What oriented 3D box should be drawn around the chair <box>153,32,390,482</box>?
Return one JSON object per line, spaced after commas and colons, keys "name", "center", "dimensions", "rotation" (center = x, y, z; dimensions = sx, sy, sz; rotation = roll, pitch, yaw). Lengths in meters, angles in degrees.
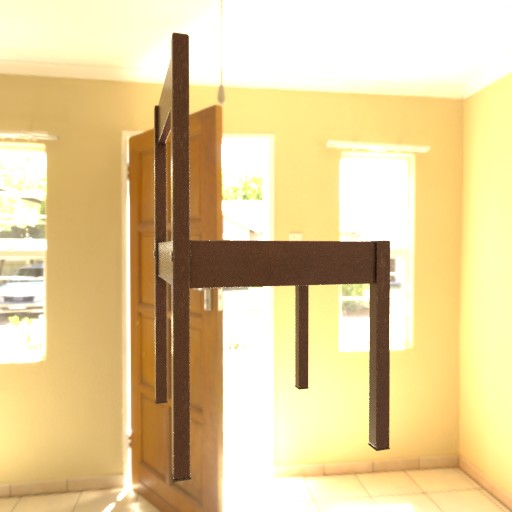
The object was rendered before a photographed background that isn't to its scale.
{"name": "chair", "center": [0.000, 0.000, 0.673], "dimensions": [0.285, 0.505, 0.285], "rotation": [0, 1, -17]}
